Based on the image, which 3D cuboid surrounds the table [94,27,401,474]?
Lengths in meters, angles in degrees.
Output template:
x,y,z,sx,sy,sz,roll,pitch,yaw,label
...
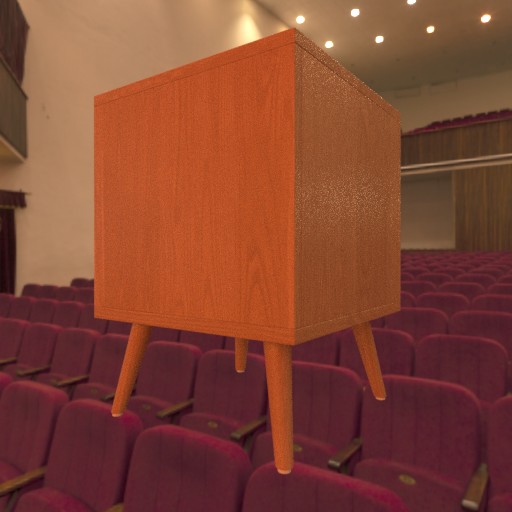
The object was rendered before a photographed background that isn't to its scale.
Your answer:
x,y,z,sx,sy,sz,roll,pitch,yaw,label
0.000,0.000,0.809,0.400,0.550,0.400,0,0,36,table
